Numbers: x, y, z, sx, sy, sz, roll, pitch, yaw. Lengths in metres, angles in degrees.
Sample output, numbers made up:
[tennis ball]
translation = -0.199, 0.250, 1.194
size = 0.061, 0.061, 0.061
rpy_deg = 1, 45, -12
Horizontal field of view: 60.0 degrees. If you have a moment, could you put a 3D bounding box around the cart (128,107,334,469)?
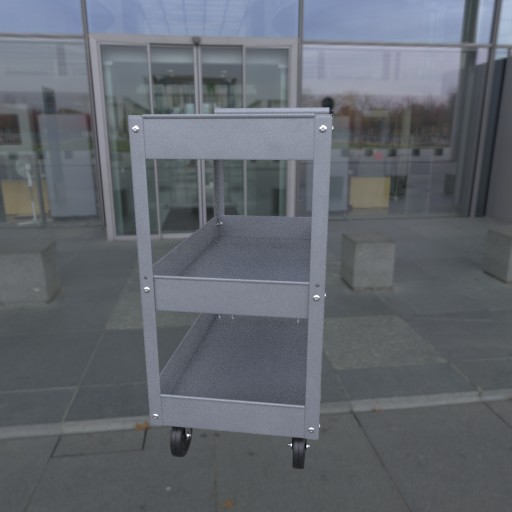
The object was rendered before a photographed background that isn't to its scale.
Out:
[cart]
translation = 0.000, 0.000, 1.170
size = 0.366, 0.780, 0.719
rpy_deg = 2, 16, 8
